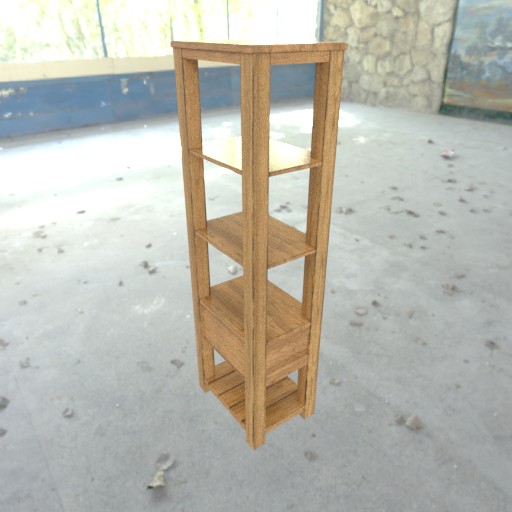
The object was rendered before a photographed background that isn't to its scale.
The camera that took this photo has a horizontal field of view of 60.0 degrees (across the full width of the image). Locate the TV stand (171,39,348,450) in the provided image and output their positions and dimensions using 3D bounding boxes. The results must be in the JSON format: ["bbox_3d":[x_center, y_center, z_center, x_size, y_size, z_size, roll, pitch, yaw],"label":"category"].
[{"bbox_3d":[0.000,0.000,2.097,0.435,1.828,0.565,-18,33,-31],"label":"TV stand"}]
